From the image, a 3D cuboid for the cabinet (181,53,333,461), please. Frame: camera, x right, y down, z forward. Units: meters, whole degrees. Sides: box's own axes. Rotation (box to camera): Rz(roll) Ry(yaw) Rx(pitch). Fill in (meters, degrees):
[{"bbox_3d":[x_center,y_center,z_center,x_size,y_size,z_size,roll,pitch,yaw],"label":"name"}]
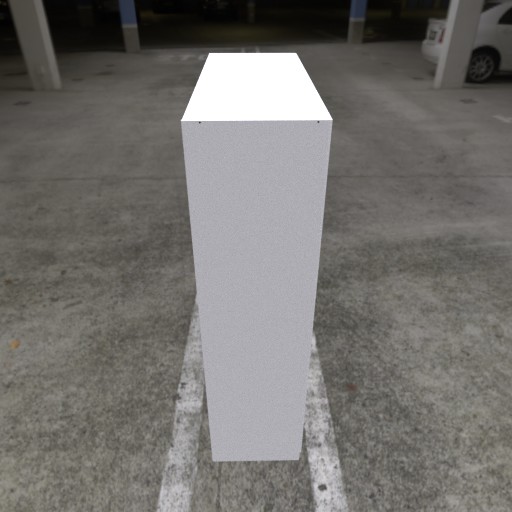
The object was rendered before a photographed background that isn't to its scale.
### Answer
[{"bbox_3d":[0.000,0.000,2.507,0.510,1.910,1.290,-1,33,-1],"label":"cabinet"}]
